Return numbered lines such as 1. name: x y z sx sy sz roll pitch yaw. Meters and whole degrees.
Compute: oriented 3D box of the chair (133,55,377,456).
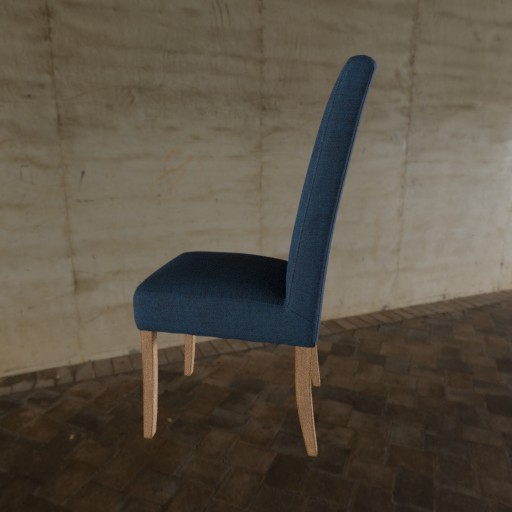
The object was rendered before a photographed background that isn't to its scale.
1. chair: 0.000 0.000 1.331 0.610 1.029 0.450 2 14 9
